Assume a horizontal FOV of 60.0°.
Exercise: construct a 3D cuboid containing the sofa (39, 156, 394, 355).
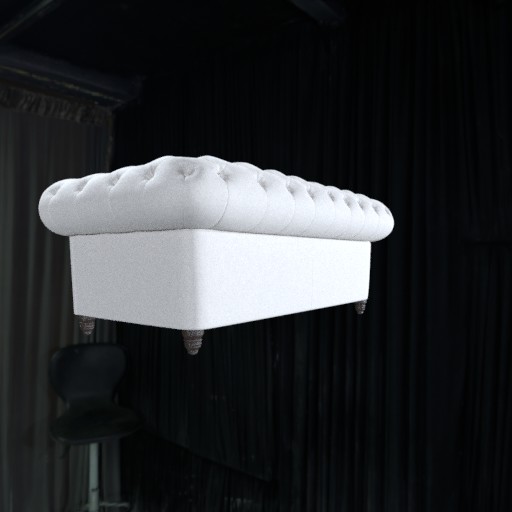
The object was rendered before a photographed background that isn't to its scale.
[{"bbox_3d":[0.000,0.000,2.493,0.986,0.764,1.998,0,0,37],"label":"sofa"}]
